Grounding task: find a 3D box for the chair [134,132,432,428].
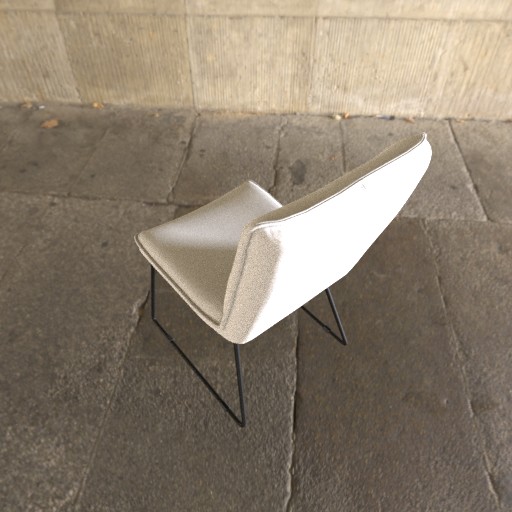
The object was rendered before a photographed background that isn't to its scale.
[{"bbox_3d":[0.000,0.000,1.356,0.515,0.930,0.688,-30,53,-27],"label":"chair"}]
